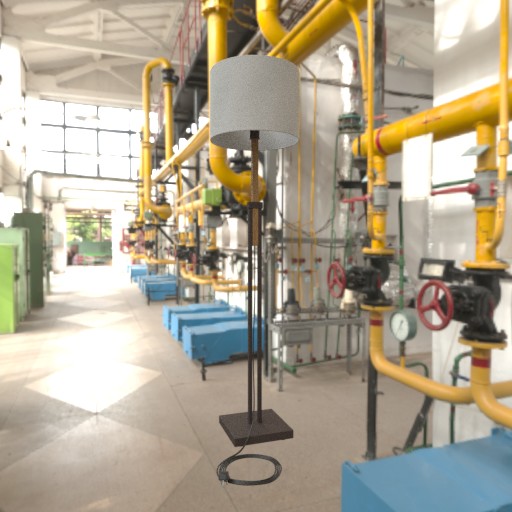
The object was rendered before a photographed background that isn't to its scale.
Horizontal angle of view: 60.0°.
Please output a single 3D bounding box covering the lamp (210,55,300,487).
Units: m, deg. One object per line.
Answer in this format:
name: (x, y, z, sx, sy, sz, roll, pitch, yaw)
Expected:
lamp: (0.000, 0.000, 1.917, 0.474, 1.650, 0.639, -1, 2, -19)
